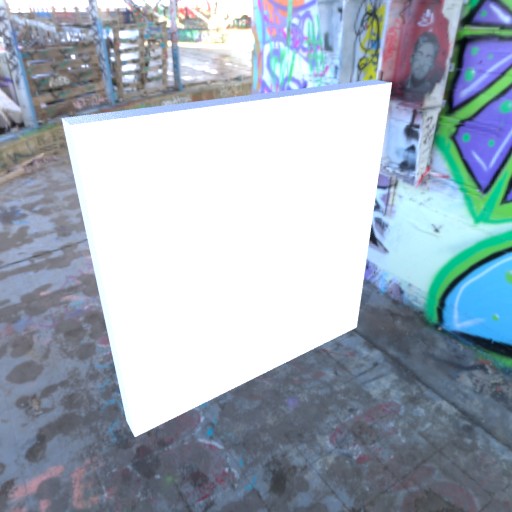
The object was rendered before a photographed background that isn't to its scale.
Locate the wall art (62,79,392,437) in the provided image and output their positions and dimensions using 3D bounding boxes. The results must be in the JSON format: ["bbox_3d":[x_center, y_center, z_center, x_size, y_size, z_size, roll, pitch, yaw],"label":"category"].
[{"bbox_3d":[0.000,0.000,0.518,0.355,0.355,0.027,-19,35,-29],"label":"wall art"}]
